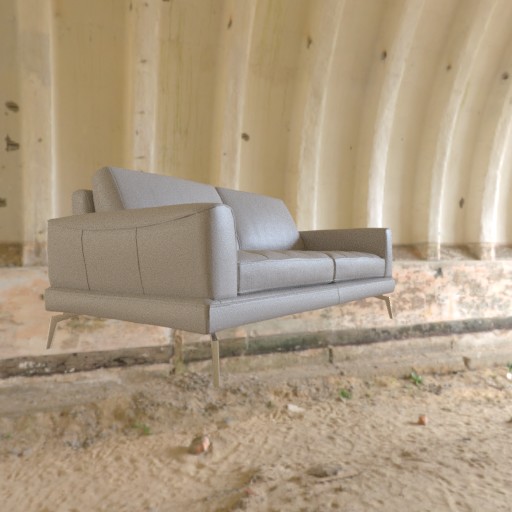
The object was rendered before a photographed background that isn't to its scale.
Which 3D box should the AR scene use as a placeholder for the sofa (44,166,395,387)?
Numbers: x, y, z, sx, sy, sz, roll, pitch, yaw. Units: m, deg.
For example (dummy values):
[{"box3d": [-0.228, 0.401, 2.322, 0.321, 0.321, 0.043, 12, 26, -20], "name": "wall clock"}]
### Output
[{"box3d": [0.000, 0.000, 2.750, 1.121, 0.930, 2.177, 0, 0, 35], "name": "sofa"}]
